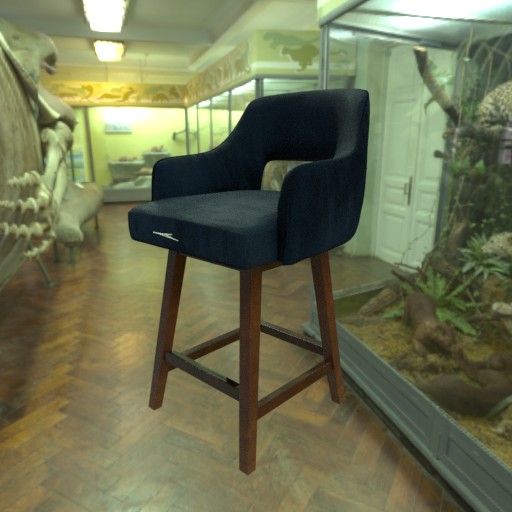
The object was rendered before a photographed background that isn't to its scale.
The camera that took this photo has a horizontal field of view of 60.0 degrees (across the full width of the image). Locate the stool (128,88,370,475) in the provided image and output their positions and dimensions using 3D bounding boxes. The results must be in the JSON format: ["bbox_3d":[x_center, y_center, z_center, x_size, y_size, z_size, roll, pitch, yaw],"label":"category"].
[{"bbox_3d":[0.000,0.000,1.280,0.550,0.940,0.560,13,20,41],"label":"stool"}]
